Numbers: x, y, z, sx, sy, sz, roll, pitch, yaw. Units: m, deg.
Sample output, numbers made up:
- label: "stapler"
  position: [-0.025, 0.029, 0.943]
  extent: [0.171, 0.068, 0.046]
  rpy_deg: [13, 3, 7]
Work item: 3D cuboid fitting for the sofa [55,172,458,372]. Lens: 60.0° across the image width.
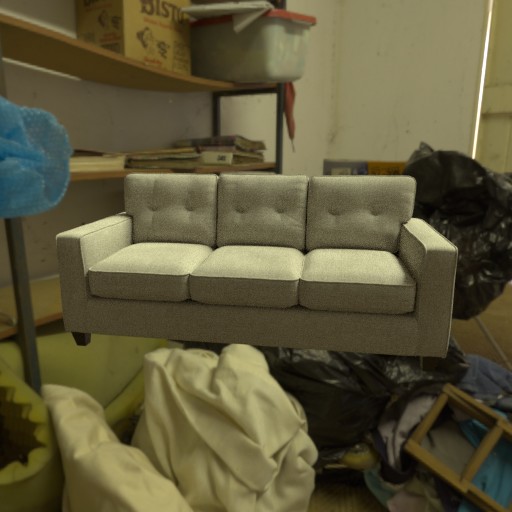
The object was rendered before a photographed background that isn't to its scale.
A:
- label: "sofa"
  position: [0.000, 0.000, 2.740]
  extent: [2.133, 0.965, 0.939]
  rpy_deg: [2, 14, 9]
